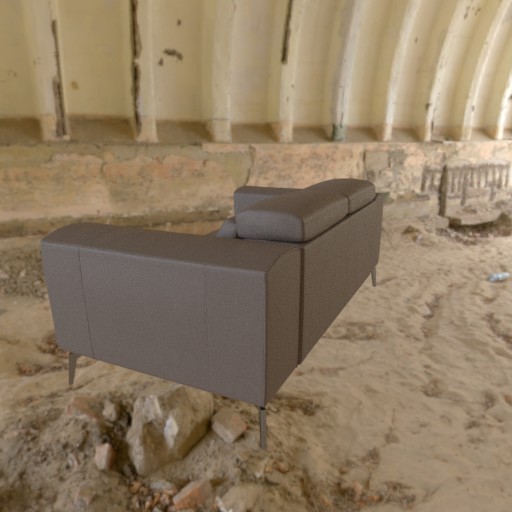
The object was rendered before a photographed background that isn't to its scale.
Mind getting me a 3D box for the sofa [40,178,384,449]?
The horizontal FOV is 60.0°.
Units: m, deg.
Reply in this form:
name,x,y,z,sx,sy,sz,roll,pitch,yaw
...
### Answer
name,x,y,z,sx,sy,sz,roll,pitch,yaw
sofa,0.000,0.000,2.388,1.003,0.779,1.895,7,17,25
